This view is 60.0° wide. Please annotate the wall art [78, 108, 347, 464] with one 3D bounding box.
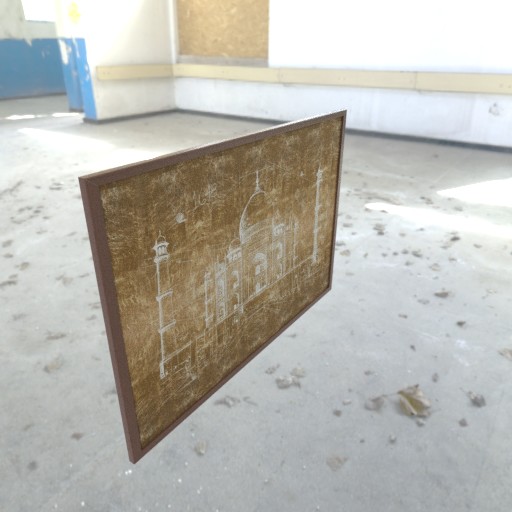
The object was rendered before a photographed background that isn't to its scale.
[{"bbox_3d":[0.000,0.000,0.830,0.014,0.455,0.660,18,31,32],"label":"wall art"}]
